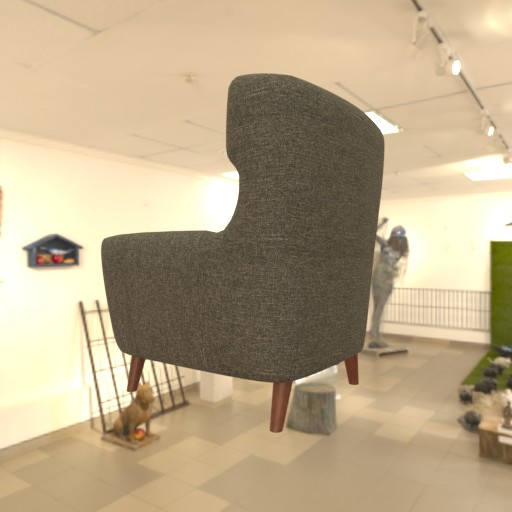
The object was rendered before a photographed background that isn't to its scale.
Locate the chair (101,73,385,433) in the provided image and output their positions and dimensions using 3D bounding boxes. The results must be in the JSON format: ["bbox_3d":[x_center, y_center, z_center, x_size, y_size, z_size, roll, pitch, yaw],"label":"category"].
[{"bbox_3d":[0.000,0.000,1.765,0.904,1.063,0.878,0,0,35],"label":"chair"}]
